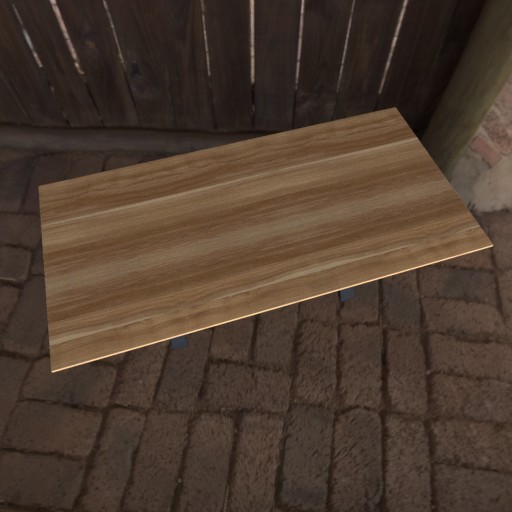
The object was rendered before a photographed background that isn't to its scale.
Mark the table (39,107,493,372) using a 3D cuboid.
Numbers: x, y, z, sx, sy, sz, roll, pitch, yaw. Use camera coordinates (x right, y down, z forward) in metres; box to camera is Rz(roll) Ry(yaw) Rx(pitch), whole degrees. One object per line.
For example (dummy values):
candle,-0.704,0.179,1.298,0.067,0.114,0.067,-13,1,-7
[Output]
table,0.000,0.000,2.481,2.000,0.770,1.000,-15,59,-9
